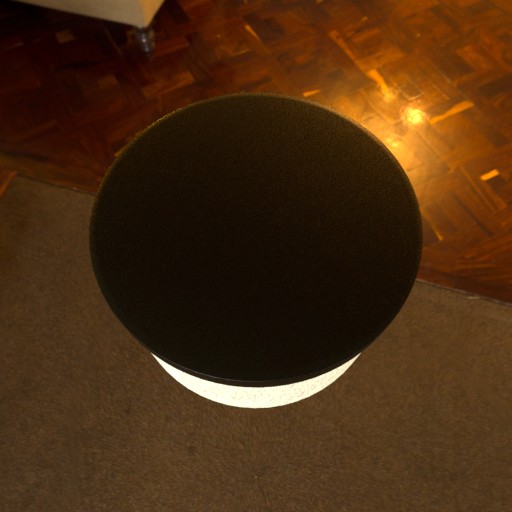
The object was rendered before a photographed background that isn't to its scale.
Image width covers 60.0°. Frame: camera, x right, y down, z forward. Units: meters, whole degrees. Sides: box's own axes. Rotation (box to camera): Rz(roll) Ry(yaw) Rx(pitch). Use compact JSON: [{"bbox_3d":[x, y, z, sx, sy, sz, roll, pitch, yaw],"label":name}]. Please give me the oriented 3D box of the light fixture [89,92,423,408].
[{"bbox_3d":[0.000,0.000,0.624,0.389,0.229,0.389,0,64,0],"label":"light fixture"}]
